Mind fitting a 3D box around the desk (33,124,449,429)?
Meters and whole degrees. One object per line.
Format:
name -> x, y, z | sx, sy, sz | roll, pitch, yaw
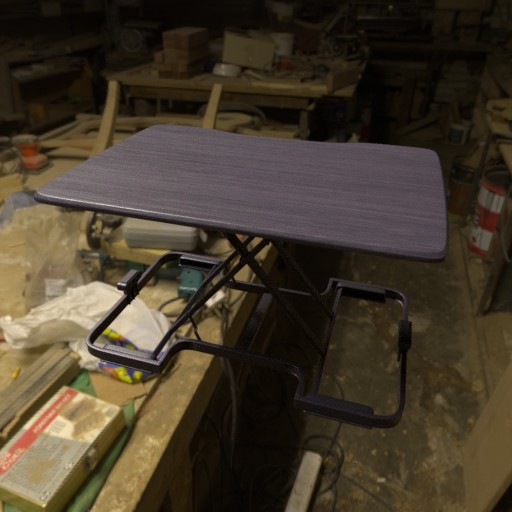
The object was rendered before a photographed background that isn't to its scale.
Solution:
desk -> 0.000, 0.000, 1.135 | 0.820, 0.470, 0.546 | 9, 33, 15
